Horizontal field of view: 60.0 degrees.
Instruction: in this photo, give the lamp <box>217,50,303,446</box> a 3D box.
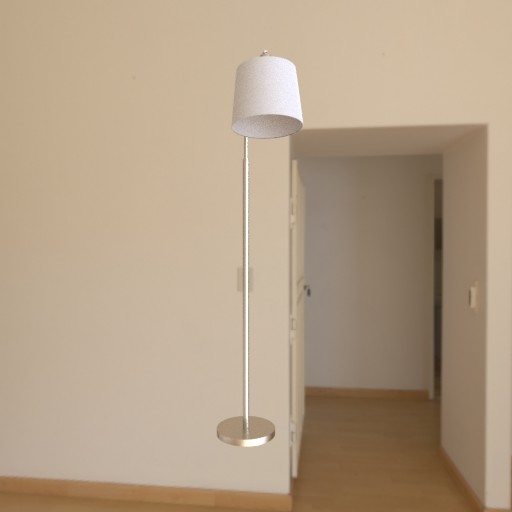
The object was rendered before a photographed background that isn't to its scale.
[{"bbox_3d":[0.000,0.000,1.704,0.254,1.478,0.508,0,1,-19],"label":"lamp"}]
